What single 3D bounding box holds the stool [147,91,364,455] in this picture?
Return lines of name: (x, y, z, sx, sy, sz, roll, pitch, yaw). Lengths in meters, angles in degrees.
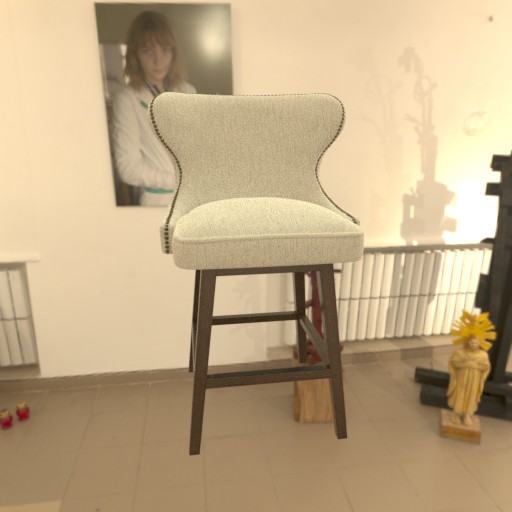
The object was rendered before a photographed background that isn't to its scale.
stool: (0.000, 0.000, 1.363, 0.615, 0.972, 0.597, -3, 17, -8)
